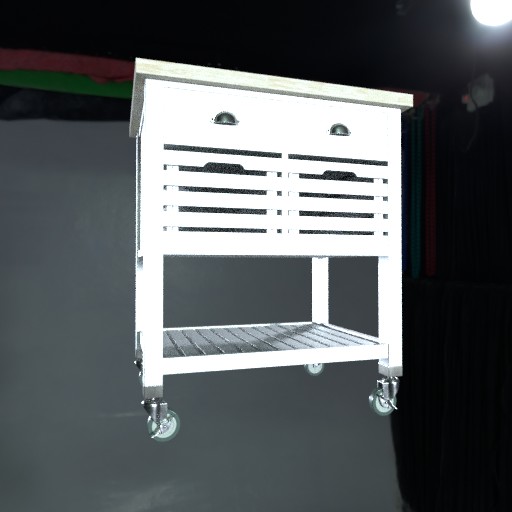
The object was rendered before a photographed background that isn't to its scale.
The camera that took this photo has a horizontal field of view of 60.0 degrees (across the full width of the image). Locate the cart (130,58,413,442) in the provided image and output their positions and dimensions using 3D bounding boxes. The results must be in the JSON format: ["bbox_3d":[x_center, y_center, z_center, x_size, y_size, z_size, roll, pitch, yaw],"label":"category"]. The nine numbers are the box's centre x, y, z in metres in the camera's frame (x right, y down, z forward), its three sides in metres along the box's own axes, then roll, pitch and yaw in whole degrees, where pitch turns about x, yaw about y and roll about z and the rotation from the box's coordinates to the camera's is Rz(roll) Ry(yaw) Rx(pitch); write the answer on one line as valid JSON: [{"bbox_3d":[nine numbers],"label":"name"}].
[{"bbox_3d":[0.000,0.000,1.407,0.762,0.914,0.559,0,-1,-17],"label":"cart"}]
